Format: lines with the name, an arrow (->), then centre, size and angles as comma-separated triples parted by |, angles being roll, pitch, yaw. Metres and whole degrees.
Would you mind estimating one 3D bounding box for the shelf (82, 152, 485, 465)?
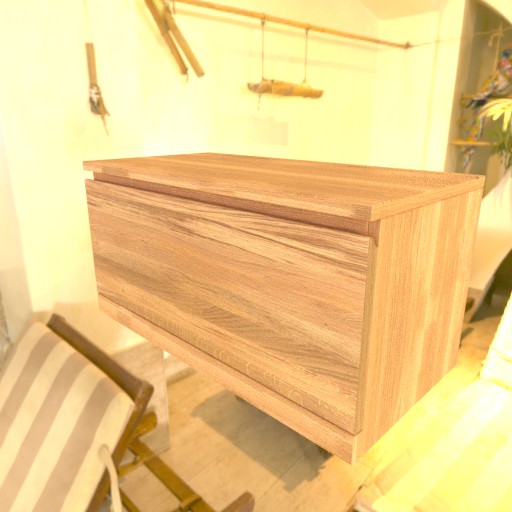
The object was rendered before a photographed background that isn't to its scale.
shelf -> 0.000, 0.000, 1.012 | 0.800, 0.400, 0.400 | 16, 24, 42
